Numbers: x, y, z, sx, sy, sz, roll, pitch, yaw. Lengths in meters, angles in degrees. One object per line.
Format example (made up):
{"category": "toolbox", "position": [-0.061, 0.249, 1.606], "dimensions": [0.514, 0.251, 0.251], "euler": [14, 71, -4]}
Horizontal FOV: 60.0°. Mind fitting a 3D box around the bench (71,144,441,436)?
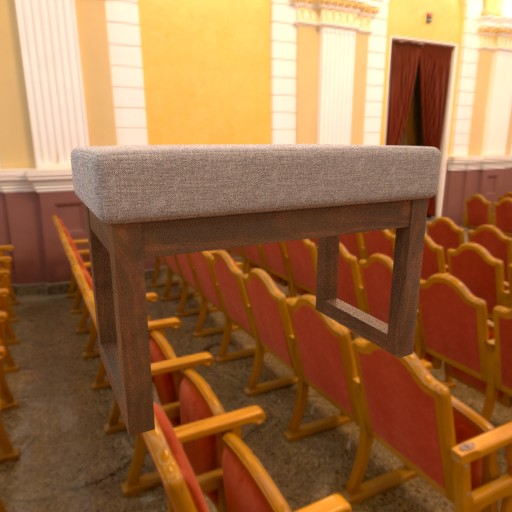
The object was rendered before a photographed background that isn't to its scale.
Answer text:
{"category": "bench", "position": [0.000, 0.000, 0.963], "dimensions": [0.681, 0.467, 0.366], "euler": [-7, 17, -26]}
